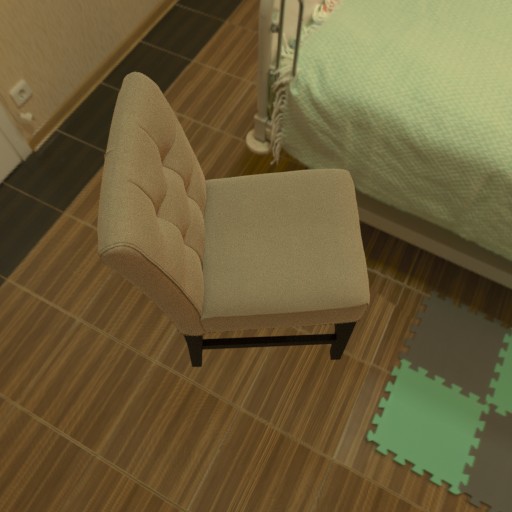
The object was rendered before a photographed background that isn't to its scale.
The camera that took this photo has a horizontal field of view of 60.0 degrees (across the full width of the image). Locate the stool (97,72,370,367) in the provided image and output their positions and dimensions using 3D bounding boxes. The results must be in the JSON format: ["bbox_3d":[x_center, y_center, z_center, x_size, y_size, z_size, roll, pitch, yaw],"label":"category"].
[{"bbox_3d":[0.000,0.000,1.201,0.571,0.885,0.427,-1,63,-1],"label":"stool"}]
